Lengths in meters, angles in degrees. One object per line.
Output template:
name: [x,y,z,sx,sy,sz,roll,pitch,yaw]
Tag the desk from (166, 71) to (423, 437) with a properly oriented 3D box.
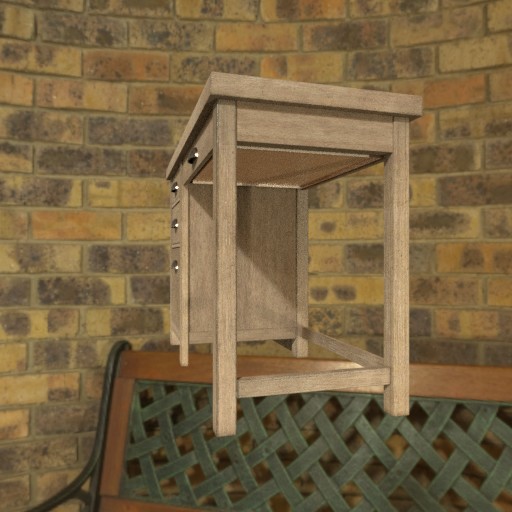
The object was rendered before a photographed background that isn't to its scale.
desk: [0.000,0.000,1.790,0.610,0.912,1.289,0,0,-16]
